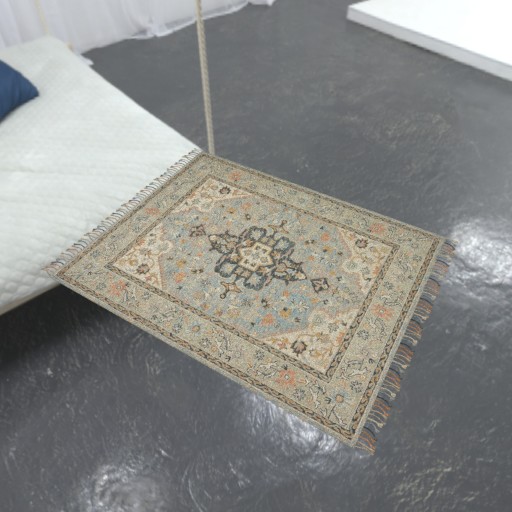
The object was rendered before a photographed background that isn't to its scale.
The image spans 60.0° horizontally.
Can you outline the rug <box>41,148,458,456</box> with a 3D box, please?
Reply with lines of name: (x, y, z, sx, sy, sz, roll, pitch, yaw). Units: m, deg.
rug: (0.000, 0.000, 4.198, 3.221, 0.011, 2.379, 24, 51, 21)
